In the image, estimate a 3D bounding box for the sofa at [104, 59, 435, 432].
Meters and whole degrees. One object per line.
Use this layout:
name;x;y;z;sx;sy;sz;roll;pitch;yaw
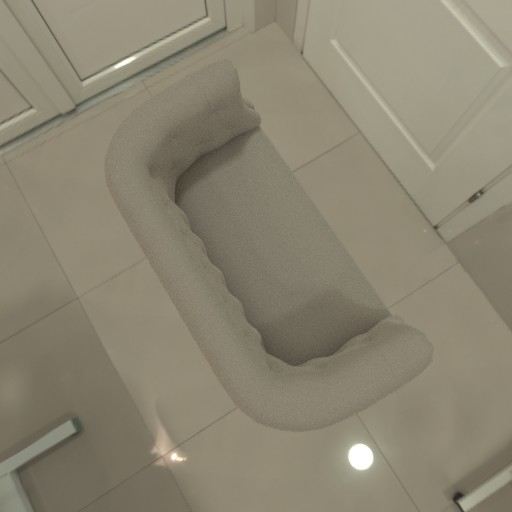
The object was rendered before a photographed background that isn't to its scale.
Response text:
sofa;0.000;0.000;2.095;0.835;0.827;1.558;-31;78;-7
